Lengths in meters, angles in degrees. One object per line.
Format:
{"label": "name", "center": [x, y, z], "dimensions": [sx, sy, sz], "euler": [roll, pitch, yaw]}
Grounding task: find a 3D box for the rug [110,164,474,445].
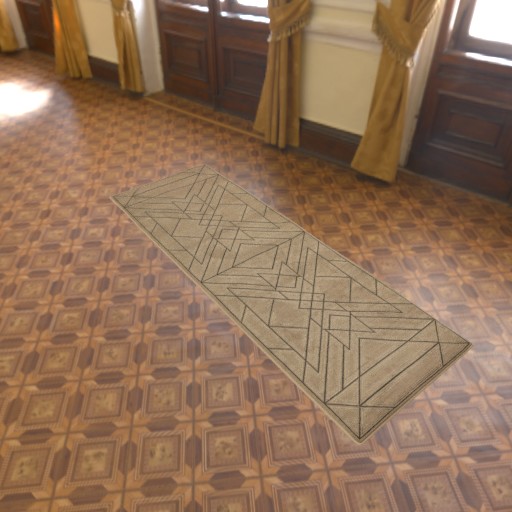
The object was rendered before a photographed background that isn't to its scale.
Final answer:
{"label": "rug", "center": [0.000, 0.000, 2.670], "dimensions": [0.831, 0.036, 2.381], "euler": [-26, 46, -29]}
